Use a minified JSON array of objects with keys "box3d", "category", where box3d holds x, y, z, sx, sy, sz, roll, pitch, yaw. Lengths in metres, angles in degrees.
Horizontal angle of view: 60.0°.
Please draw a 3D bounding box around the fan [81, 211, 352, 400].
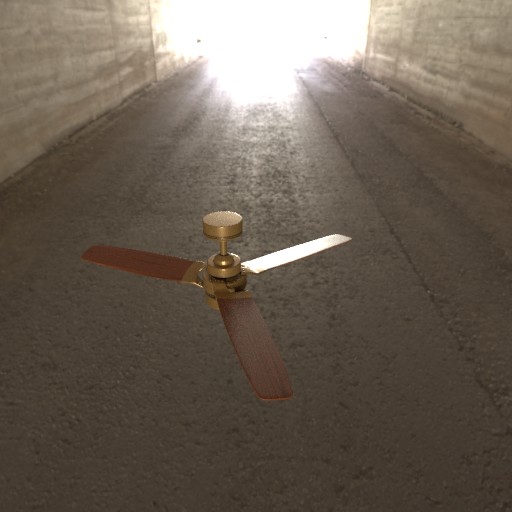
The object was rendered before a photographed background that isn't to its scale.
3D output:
[{"box3d":[0.000,0.000,2.069,1.271,0.425,1.416,-18,33,-31],"category":"fan"}]
